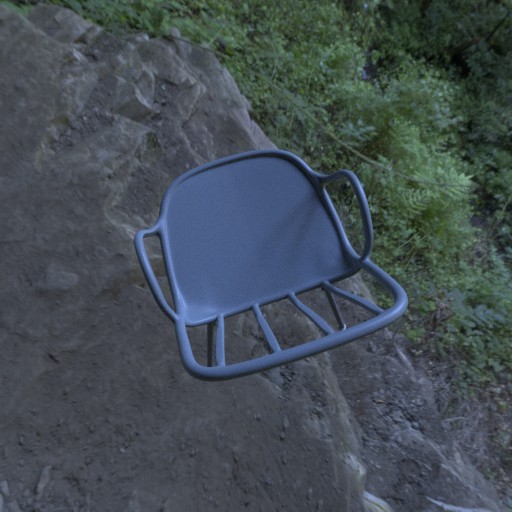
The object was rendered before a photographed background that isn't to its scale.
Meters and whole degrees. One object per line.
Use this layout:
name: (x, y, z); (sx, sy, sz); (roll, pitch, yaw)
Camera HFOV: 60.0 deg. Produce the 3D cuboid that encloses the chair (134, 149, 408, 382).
chair: (0.000, 0.000, 1.209); (0.549, 0.816, 0.597); (-17, 76, -5)
